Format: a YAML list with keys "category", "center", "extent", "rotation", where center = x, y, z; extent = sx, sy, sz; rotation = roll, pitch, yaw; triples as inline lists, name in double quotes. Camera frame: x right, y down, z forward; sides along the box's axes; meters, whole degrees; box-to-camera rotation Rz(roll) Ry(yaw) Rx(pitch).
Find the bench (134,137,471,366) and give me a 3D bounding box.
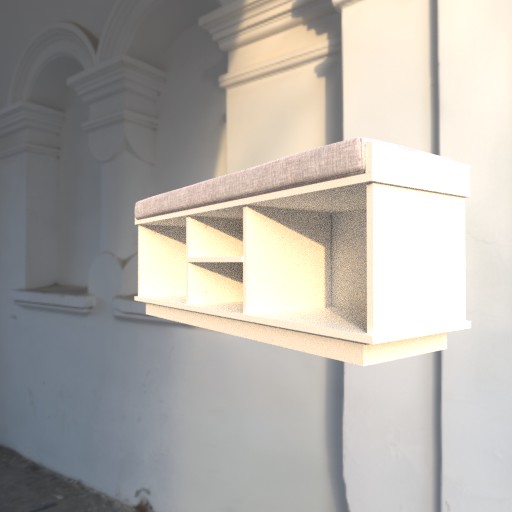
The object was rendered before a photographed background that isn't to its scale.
- category: "bench"
  center: [0.000, 0.000, 1.408]
  extent: [0.363, 0.453, 1.196]
  rotation: [1, -1, -36]
